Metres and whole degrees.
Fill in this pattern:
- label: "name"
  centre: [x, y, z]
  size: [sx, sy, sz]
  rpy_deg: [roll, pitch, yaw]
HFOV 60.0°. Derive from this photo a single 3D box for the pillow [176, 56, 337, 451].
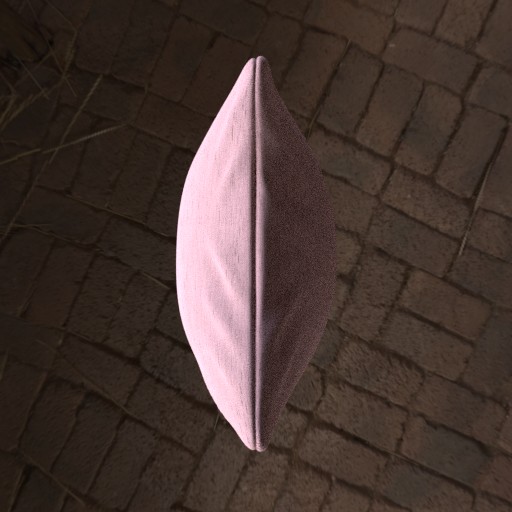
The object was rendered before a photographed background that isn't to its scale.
- label: "pillow"
  centre: [0.000, 0.000, 0.675]
  size: [0.246, 0.415, 0.432]
  rpy_deg: [0, 88, 0]
